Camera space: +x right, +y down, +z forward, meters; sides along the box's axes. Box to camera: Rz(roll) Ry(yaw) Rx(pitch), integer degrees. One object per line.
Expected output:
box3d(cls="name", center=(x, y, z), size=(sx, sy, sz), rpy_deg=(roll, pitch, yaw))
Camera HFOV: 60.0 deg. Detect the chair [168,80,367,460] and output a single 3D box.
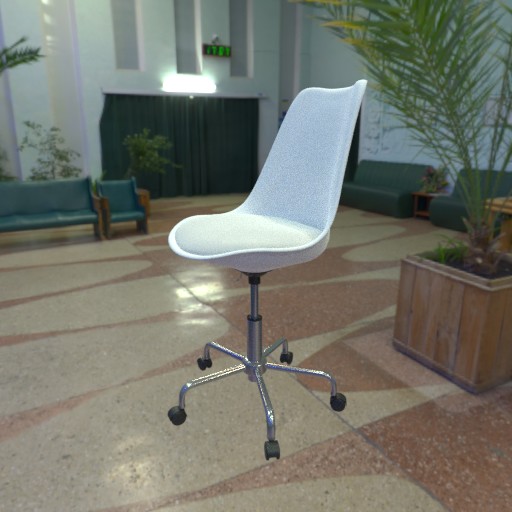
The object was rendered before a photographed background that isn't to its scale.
box3d(cls="chair", center=(0.000, 0.000, 1.252), size=(0.550, 0.930, 0.550), rpy_deg=(-7, 17, -25))
